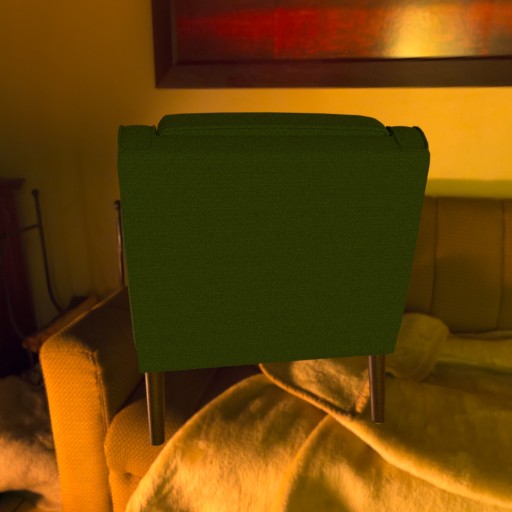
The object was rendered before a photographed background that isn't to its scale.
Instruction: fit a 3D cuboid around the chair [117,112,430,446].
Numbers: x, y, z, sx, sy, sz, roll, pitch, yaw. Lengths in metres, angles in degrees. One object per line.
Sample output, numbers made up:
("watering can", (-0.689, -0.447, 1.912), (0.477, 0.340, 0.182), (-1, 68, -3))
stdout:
("chair", (0.000, 0.000, 1.323), (0.663, 0.792, 0.743), (-2, 15, -9))
